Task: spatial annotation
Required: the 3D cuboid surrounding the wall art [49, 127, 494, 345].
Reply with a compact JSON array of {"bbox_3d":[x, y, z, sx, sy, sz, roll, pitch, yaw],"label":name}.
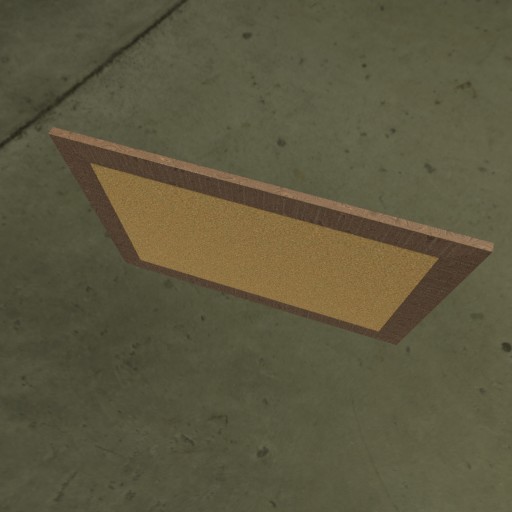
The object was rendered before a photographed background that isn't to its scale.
[{"bbox_3d":[0.000,0.000,1.158,0.917,0.626,0.019,16,64,8],"label":"wall art"}]
